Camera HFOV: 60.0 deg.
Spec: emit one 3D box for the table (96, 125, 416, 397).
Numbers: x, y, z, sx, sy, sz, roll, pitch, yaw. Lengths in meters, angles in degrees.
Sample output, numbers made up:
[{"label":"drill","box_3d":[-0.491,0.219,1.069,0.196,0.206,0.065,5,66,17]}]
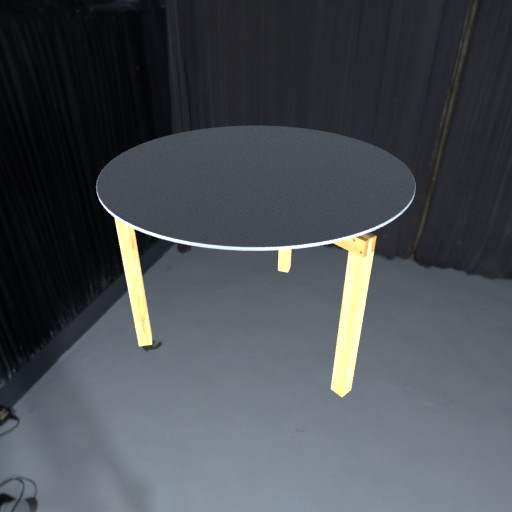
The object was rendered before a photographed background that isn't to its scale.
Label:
[{"label":"table","box_3d":[0.000,0.000,0.978,0.600,0.405,0.600,0,32,0]}]
